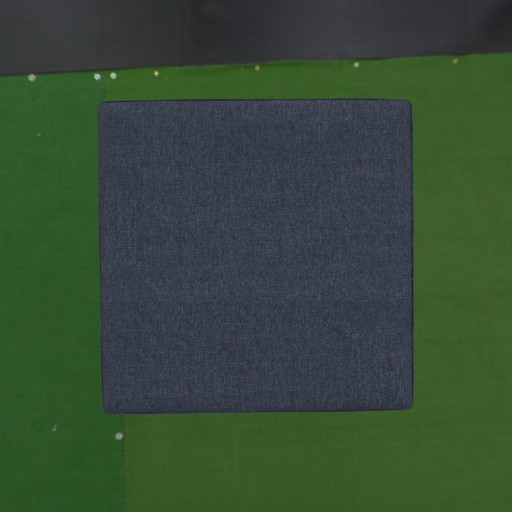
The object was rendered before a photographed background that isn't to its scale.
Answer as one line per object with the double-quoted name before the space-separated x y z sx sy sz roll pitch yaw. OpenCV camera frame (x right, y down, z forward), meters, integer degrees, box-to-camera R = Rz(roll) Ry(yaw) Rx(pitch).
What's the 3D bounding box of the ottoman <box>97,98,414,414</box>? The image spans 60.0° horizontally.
"ottoman" 0.000 0.000 1.580 1.023 0.423 1.017 0 91 0
